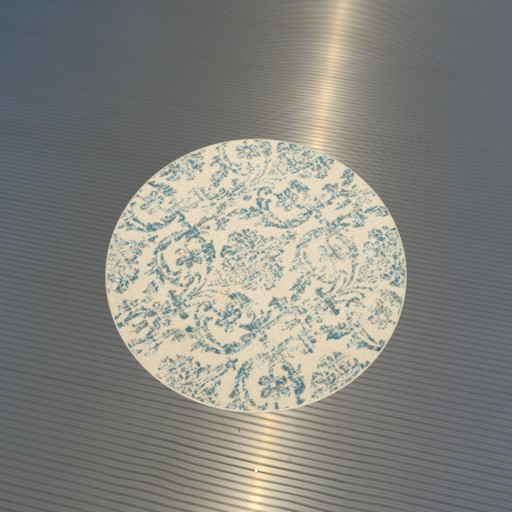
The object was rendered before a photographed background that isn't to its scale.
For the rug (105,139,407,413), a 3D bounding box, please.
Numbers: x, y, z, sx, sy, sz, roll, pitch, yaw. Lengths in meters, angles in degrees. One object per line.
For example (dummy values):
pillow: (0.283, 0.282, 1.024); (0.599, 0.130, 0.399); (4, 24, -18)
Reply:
rug: (0.000, 0.000, 2.369); (1.593, 0.012, 1.593); (0, 64, 0)
